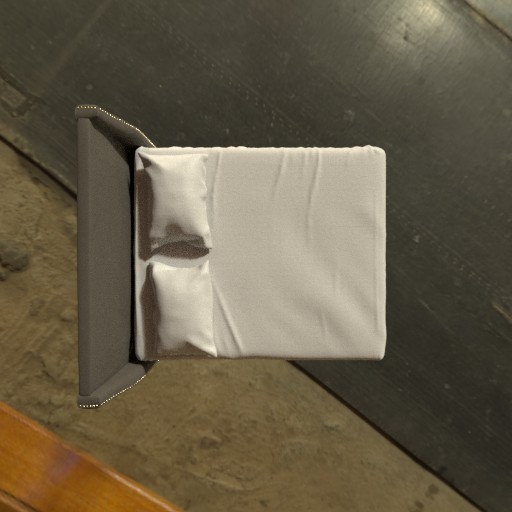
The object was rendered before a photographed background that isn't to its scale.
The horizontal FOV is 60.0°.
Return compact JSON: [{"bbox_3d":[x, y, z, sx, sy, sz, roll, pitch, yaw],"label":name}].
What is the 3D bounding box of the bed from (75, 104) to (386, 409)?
[{"bbox_3d":[0.000,0.000,3.414,2.276,1.332,1.925,0,91,0],"label":"bed"}]
